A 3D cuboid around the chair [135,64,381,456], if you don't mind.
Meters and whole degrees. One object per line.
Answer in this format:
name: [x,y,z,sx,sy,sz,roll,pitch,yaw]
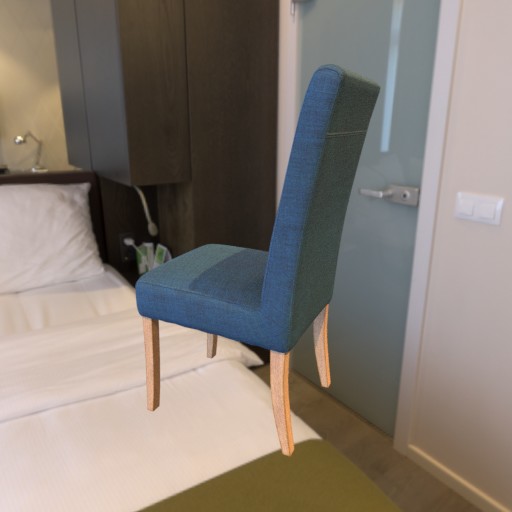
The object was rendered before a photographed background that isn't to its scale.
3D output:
chair: [0.000,0.000,1.370,0.610,1.029,0.450,8,19,24]
